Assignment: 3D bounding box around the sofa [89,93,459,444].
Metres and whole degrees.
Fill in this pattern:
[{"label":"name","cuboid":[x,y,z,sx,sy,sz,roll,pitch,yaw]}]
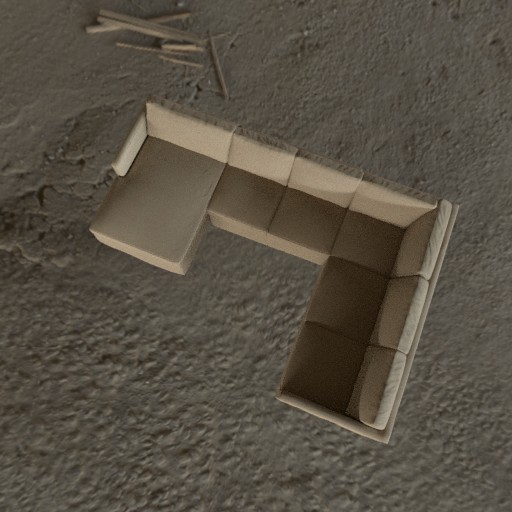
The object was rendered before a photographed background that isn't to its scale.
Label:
[{"label":"sofa","cuboid":[0.000,0.000,4.569,3.528,0.878,2.476,21,75,6]}]
